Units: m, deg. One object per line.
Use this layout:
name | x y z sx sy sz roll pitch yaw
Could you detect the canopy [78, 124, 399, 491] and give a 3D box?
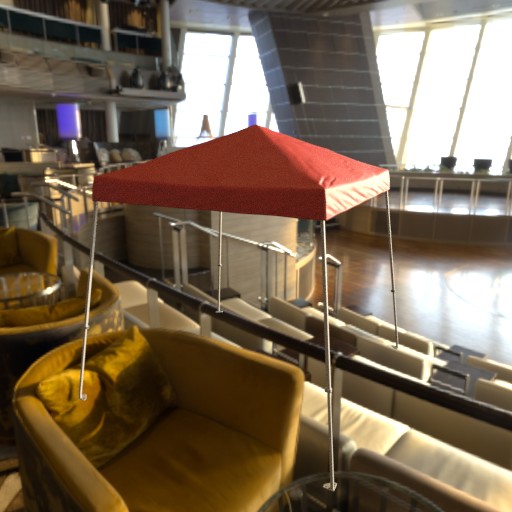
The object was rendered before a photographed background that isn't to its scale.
canopy | 0.000 0.000 6.321 3.599 3.600 3.600 7 16 26
